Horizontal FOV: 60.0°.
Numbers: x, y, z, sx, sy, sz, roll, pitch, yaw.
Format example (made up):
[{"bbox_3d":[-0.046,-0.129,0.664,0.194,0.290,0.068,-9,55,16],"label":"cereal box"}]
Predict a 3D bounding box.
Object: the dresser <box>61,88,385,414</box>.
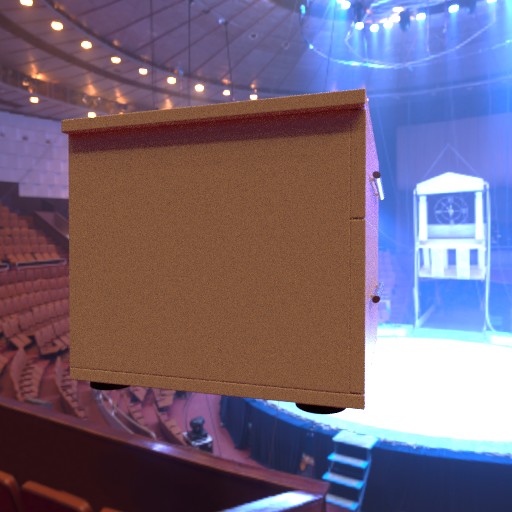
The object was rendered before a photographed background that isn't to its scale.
[{"bbox_3d":[0.000,0.000,0.728,0.400,0.360,0.430,0,1,17],"label":"dresser"}]
